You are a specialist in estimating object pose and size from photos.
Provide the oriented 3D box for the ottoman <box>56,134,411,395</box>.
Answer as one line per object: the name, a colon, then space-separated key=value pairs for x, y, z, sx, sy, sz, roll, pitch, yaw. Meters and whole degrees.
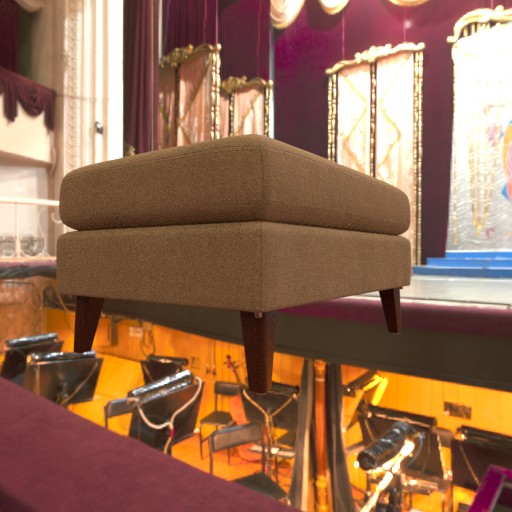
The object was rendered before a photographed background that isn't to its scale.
ottoman: x=0.000 y=0.000 z=1.215 sx=0.610 sy=0.478 sz=0.823 roll=0 pitch=0 yaw=36
